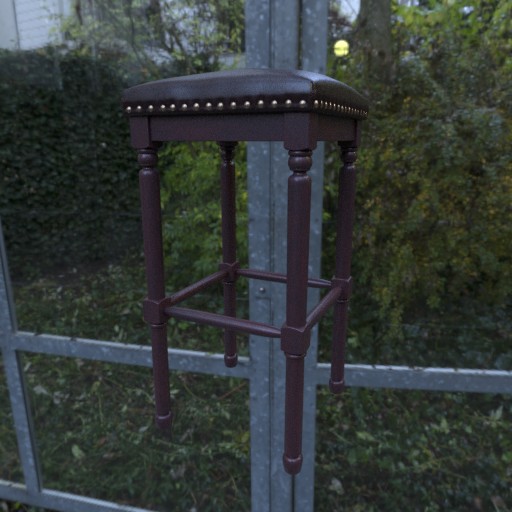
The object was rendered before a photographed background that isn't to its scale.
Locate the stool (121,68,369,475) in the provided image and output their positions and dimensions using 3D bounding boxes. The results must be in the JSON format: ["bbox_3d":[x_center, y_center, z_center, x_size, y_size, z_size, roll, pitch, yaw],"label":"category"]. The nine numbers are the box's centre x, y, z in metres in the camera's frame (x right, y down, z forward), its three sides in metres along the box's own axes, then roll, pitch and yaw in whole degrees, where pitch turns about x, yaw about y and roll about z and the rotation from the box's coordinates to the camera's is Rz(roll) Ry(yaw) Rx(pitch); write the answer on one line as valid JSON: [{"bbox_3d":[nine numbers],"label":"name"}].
[{"bbox_3d":[0.000,0.000,0.989,0.382,0.768,0.383,7,16,25],"label":"stool"}]
